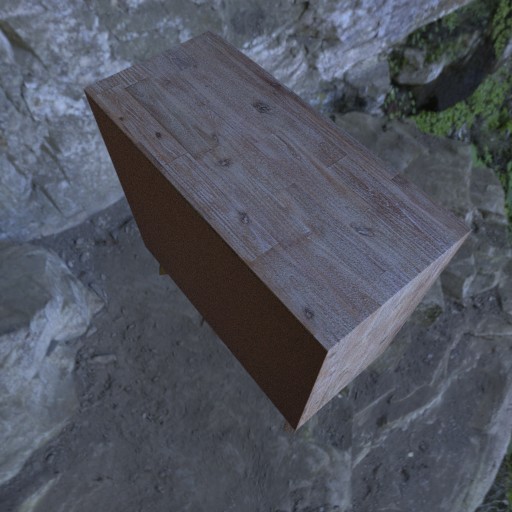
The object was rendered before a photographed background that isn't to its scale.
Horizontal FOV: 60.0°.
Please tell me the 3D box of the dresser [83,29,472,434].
[{"bbox_3d":[0.000,0.000,1.570,0.455,1.029,0.998,-35,65,-19],"label":"dresser"}]
